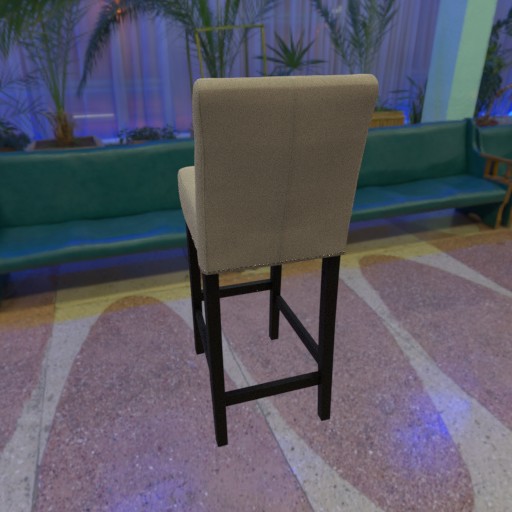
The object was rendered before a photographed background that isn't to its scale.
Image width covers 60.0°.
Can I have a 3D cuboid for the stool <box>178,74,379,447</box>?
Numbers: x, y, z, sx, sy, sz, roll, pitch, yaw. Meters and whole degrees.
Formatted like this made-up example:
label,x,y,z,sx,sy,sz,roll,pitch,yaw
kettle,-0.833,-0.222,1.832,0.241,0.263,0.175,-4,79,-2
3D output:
label,x,y,z,sx,sy,sz,roll,pitch,yaw
stool,0.000,0.000,1.342,0.411,1.047,0.548,-8,28,-16
